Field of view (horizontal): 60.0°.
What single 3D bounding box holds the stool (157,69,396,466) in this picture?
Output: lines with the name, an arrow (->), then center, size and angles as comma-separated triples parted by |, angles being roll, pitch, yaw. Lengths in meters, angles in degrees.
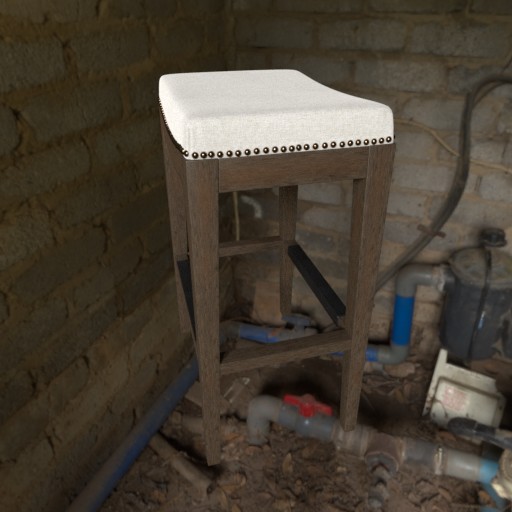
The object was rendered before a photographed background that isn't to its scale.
stool -> 0.000, 0.000, 1.046 | 0.358, 0.759, 0.498 | -8, 31, -13
